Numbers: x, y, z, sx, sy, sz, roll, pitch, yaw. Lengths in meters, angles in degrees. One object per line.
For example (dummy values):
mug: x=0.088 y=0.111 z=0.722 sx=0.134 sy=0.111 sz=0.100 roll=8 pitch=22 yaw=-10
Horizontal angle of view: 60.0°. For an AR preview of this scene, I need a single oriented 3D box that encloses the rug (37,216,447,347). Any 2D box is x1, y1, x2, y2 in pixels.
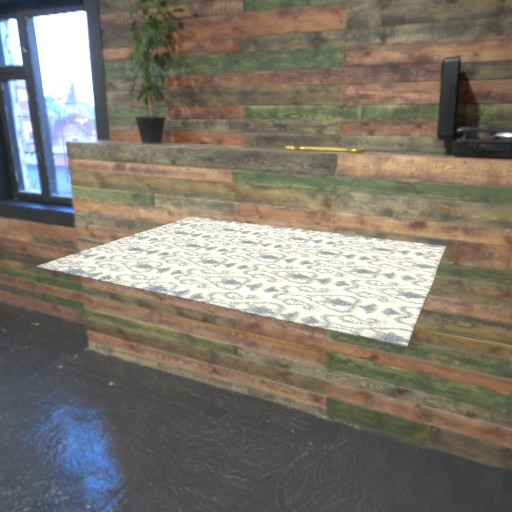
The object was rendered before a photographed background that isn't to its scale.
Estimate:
rug: x=0.000 y=0.000 z=3.007 sx=2.261 sy=0.013 sz=1.676 roll=9 pitch=19 yaw=26
